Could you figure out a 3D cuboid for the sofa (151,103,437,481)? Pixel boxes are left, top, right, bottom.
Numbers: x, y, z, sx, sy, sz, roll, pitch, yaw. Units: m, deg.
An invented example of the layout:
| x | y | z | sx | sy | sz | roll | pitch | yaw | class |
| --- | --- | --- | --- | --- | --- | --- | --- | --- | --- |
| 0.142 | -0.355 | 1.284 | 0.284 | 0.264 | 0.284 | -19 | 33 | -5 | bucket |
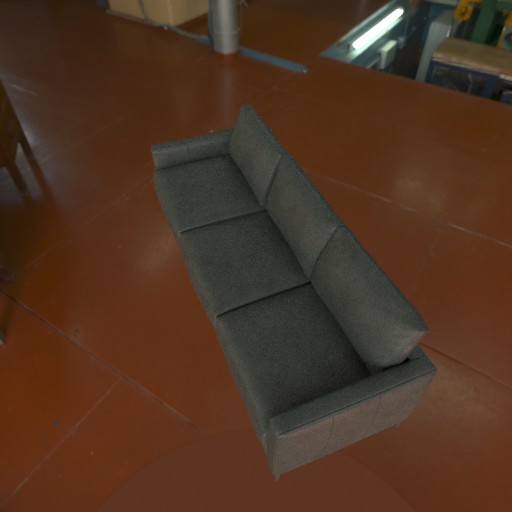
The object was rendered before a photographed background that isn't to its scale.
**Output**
| x | y | z | sx | sy | sz | roll | pitch | yaw | class |
| --- | --- | --- | --- | --- | --- | --- | --- | --- | --- |
| 0.000 | 0.000 | 2.408 | 0.748 | 0.805 | 2.029 | -17 | 49 | -15 | sofa |
